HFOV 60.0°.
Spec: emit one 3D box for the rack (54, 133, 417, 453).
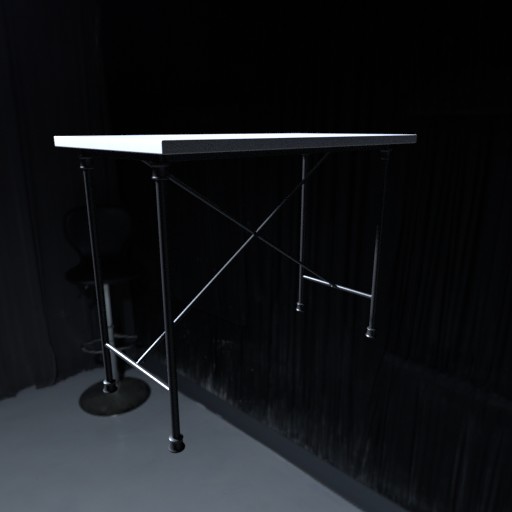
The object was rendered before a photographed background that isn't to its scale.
[{"bbox_3d":[0.000,0.000,1.676,1.159,0.880,0.613,-15,22,-42],"label":"rack"}]
